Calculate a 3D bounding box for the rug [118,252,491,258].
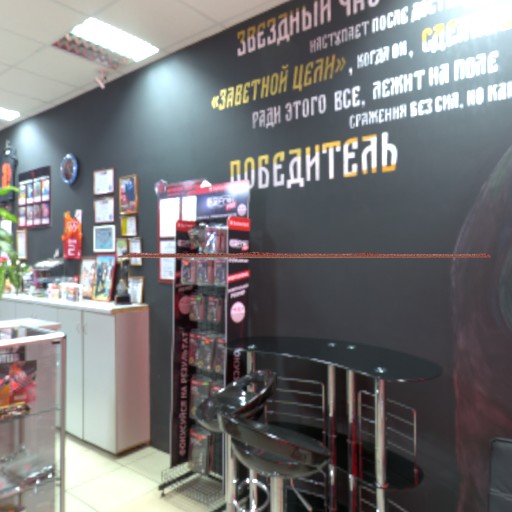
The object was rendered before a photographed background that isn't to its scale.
[{"bbox_3d":[0.000,0.000,4.139,2.429,0.030,3.052,0,0,-18],"label":"rug"}]
